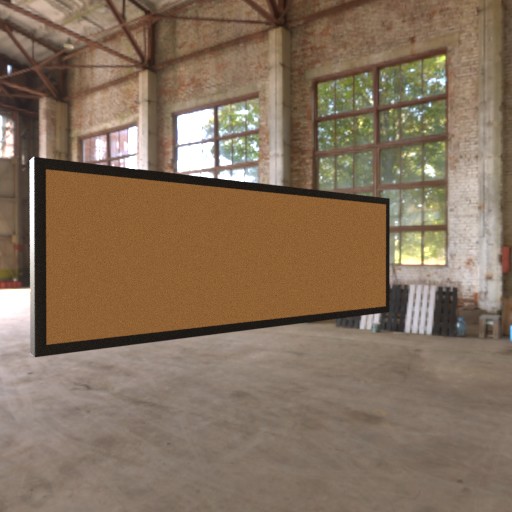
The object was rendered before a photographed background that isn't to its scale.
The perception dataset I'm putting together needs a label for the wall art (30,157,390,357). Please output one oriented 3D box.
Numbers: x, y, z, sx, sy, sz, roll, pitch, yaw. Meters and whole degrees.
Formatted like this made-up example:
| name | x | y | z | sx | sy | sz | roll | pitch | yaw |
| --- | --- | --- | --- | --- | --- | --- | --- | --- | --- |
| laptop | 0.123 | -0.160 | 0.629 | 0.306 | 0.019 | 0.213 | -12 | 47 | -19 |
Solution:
| name | x | y | z | sx | sy | sz | roll | pitch | yaw |
| --- | --- | --- | --- | --- | --- | --- | --- | --- | --- |
| wall art | 0.000 | 0.000 | 0.940 | 0.860 | 0.303 | 0.037 | 0 | 0 | -37 |
